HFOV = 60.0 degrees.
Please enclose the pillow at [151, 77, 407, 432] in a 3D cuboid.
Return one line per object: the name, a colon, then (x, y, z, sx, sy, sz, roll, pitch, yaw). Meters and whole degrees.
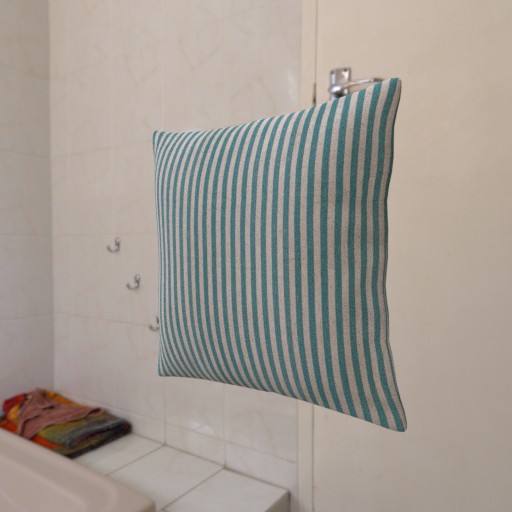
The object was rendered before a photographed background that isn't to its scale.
pillow: (0.000, 0.000, 0.778, 0.523, 0.510, 0.166, 1, 2, 36)
